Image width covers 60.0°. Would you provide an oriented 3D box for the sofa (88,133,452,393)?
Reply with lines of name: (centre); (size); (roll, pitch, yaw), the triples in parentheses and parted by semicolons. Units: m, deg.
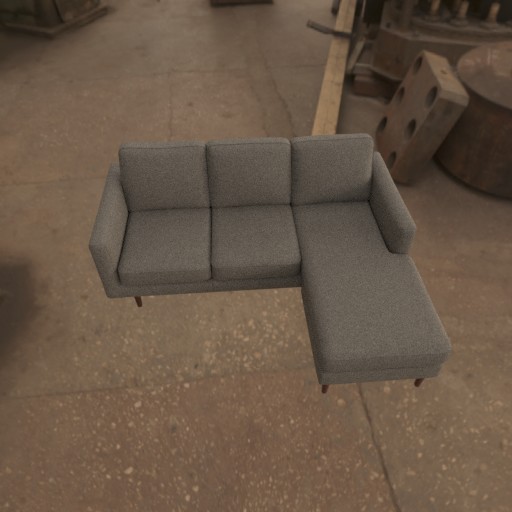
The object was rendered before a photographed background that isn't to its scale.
sofa: (0.000, 0.000, 2.934); (2.055, 0.957, 1.667); (-3, 45, -3)
